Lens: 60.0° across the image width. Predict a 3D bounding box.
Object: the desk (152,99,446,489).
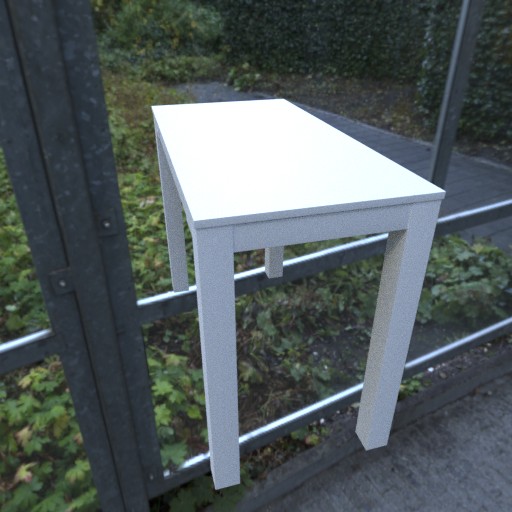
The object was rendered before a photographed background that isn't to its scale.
[{"bbox_3d":[0.000,0.000,1.415,0.497,0.762,0.990,-8,31,-14],"label":"desk"}]
